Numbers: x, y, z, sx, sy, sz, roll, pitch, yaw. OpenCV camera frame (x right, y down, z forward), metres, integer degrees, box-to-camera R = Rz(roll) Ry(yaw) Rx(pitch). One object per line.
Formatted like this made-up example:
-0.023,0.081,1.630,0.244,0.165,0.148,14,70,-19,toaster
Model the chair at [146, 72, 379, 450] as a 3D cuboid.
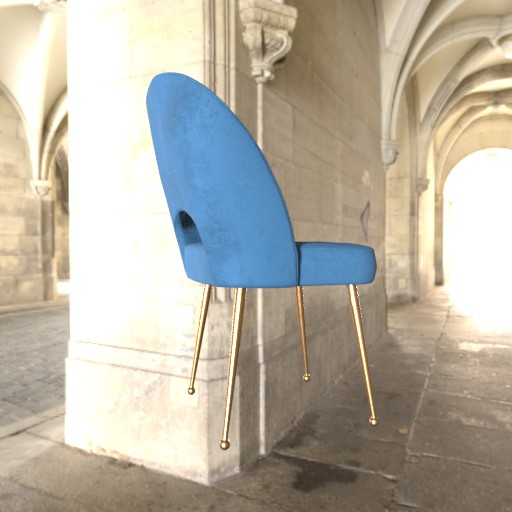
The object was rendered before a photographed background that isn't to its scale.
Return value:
0.000,0.000,1.221,0.577,0.860,0.527,0,2,-19,chair
